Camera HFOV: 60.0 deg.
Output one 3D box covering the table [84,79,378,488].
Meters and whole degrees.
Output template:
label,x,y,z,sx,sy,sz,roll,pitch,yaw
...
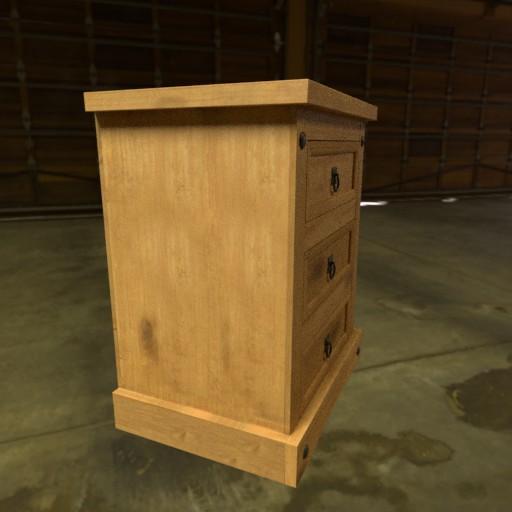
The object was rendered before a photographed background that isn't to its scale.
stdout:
label,x,y,z,sx,sy,sz,roll,pitch,yaw
table,0.000,0.000,1.228,0.500,0.813,0.660,6,16,24
